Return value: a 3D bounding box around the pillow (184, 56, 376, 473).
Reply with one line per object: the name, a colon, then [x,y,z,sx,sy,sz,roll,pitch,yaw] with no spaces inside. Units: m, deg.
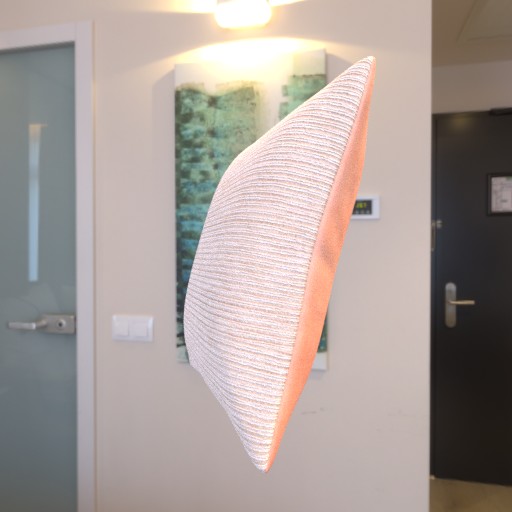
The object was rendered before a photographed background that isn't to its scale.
pillow: [0.000,0.000,0.624,0.177,0.401,0.424,0,1,-17]
